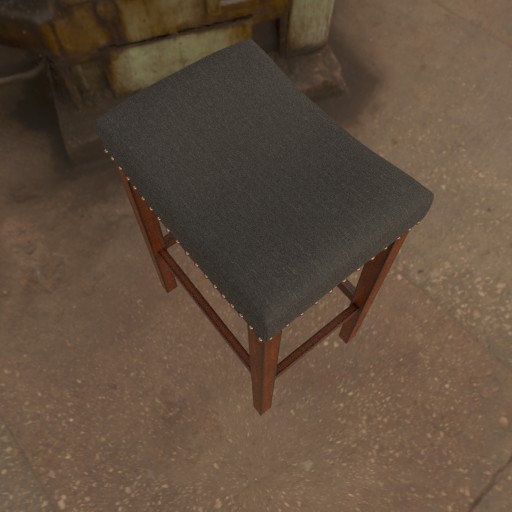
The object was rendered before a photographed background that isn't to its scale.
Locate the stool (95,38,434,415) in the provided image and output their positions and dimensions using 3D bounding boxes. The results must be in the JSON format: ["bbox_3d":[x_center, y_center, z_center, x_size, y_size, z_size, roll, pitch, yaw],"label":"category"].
[{"bbox_3d":[0.000,0.000,1.041,0.366,0.760,0.502,-35,68,-16],"label":"stool"}]
